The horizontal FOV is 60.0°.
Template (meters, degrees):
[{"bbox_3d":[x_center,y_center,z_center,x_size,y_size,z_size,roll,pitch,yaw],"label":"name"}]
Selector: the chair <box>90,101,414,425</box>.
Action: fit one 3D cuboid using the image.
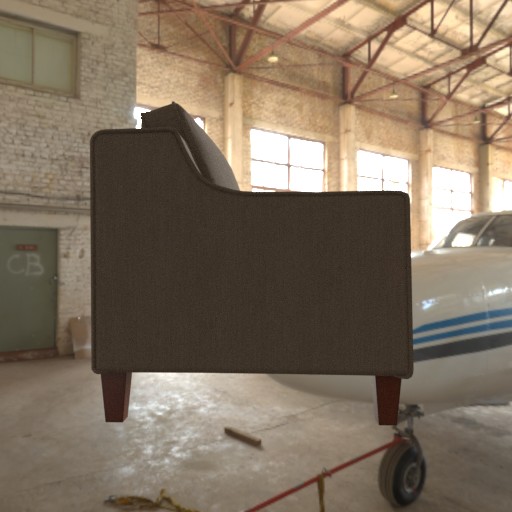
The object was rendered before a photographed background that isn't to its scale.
[{"bbox_3d":[0.000,0.000,1.636,0.909,0.960,0.831,0,0,2],"label":"chair"}]
